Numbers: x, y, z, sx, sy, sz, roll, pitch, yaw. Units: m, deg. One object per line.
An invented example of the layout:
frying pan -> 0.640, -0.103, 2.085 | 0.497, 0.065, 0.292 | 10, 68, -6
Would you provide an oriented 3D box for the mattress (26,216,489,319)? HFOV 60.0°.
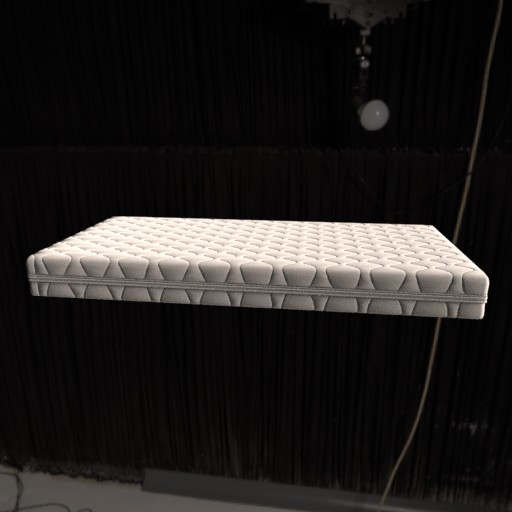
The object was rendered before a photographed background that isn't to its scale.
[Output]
mattress -> 0.000, 0.000, 2.329 | 2.000, 0.200, 0.900 | 2, 17, 7
